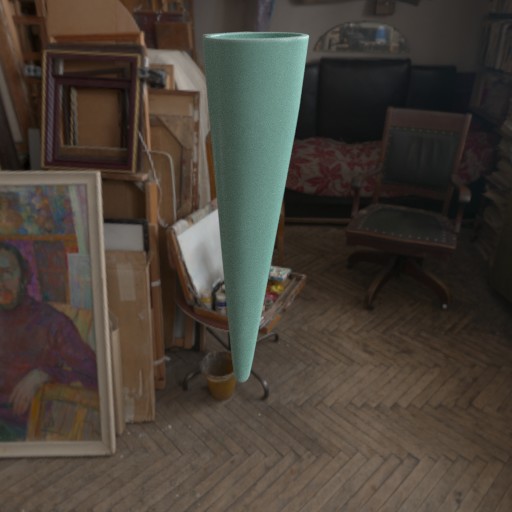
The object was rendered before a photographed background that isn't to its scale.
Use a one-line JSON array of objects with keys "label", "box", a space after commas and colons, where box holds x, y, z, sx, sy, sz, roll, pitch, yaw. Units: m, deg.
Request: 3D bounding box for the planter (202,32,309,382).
[{"label": "planter", "box": [0.000, 0.000, 0.298, 0.054, 0.268, 0.055, -21, 37, -31]}]
